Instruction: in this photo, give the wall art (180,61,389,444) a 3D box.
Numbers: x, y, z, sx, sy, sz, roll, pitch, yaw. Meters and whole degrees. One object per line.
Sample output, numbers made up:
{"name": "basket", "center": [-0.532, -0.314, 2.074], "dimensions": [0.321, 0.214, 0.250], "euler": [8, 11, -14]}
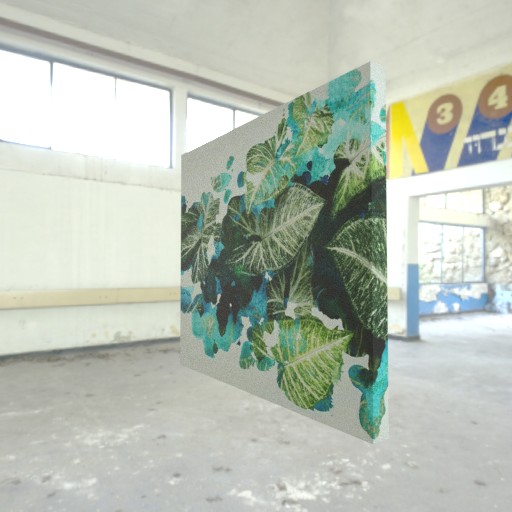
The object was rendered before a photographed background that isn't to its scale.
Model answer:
{"name": "wall art", "center": [0.000, 0.000, 1.008], "dimensions": [0.043, 0.610, 0.711], "euler": [1, -2, -35]}
